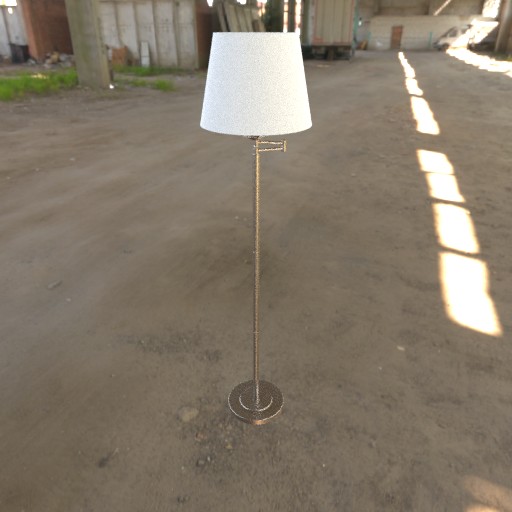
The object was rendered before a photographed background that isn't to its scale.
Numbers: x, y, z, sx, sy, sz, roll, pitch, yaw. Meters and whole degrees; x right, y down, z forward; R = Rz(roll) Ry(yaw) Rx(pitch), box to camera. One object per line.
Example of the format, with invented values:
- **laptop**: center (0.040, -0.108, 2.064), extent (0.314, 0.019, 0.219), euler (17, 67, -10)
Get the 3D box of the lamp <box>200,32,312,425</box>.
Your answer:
- **lamp**: center (0.000, 0.000, 1.637), extent (0.355, 1.473, 0.355), euler (0, 27, 0)
